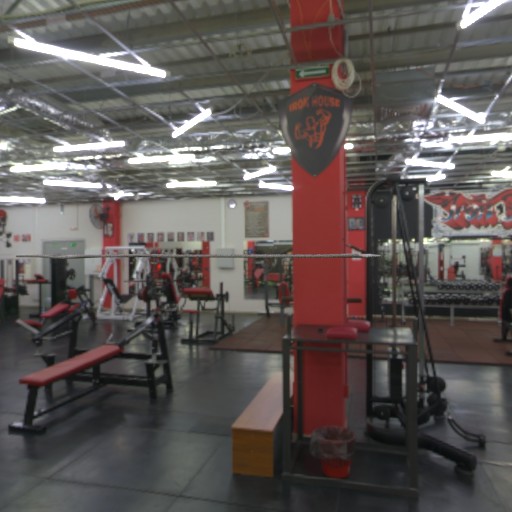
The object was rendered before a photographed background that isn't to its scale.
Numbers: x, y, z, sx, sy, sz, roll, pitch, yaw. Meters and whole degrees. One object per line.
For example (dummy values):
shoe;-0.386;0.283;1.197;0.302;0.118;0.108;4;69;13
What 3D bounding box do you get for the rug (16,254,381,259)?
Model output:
rug;0.000;0.000;2.944;1.531;0.023;2.444;0;0;17
